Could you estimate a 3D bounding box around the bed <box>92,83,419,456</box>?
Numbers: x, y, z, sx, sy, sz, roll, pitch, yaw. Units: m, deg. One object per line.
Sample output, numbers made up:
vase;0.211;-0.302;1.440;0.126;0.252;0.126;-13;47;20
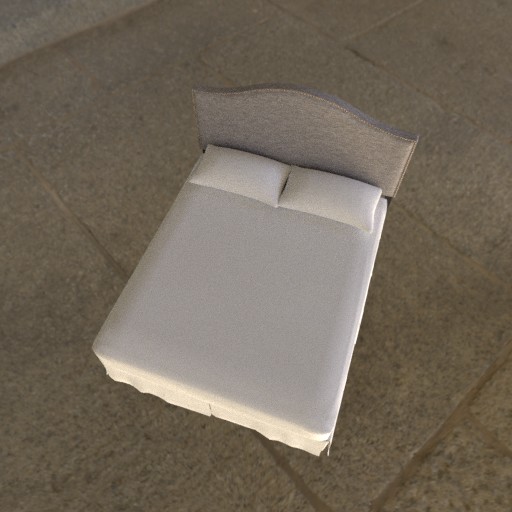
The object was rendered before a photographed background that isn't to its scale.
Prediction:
bed;0.000;0.000;2.904;1.610;1.295;1.870;16;59;10
